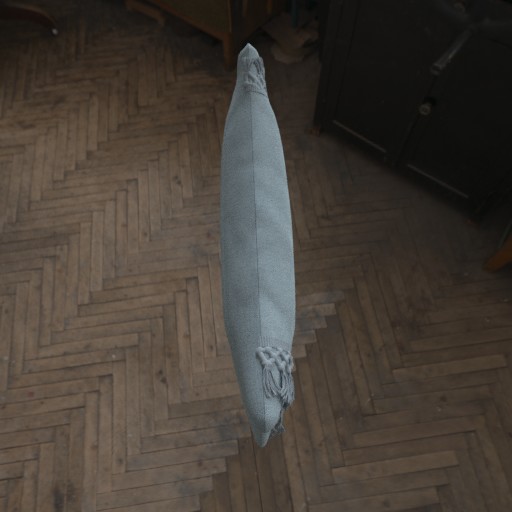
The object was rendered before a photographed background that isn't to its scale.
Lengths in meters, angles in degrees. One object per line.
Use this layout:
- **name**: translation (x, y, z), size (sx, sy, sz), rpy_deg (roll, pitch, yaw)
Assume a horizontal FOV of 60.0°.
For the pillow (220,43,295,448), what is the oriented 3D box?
- **pillow**: translation (0.000, 0.000, 0.597), size (0.084, 0.305, 0.466), rpy_deg (-2, 64, -1)
